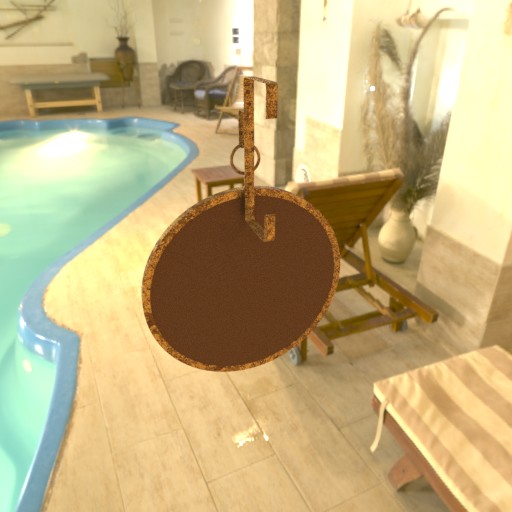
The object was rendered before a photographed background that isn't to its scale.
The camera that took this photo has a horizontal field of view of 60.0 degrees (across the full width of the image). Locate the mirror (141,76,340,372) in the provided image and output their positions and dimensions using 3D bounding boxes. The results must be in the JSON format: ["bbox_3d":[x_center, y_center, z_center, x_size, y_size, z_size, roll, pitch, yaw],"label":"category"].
[{"bbox_3d":[0.000,0.000,0.870,0.447,0.651,0.144,-9,28,-18],"label":"mirror"}]
